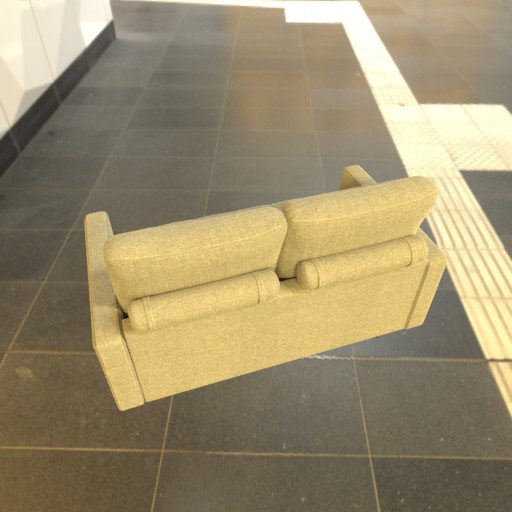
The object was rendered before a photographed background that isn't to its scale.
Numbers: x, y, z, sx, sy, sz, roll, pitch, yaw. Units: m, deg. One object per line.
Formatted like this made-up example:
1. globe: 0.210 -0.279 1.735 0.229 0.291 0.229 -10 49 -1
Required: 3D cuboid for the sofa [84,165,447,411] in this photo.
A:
1. sofa: 0.000 0.000 1.990 1.407 0.907 0.842 -13 44 -13
